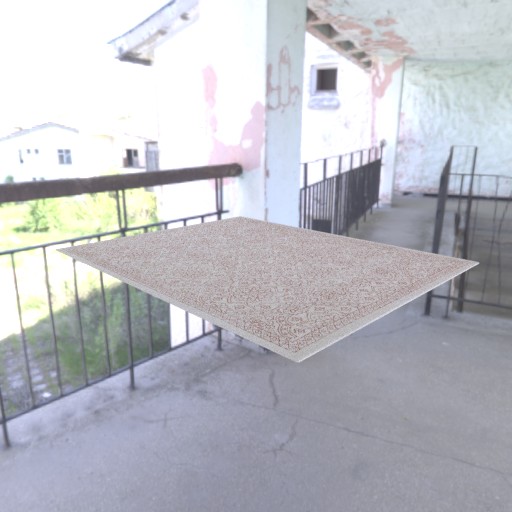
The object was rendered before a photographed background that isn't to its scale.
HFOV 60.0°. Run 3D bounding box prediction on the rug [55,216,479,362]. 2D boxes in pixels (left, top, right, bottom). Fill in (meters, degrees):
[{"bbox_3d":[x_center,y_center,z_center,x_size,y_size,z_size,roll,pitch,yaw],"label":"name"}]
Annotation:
[{"bbox_3d":[0.000,0.000,4.061,2.441,0.015,3.050,-15,22,-43],"label":"rug"}]
